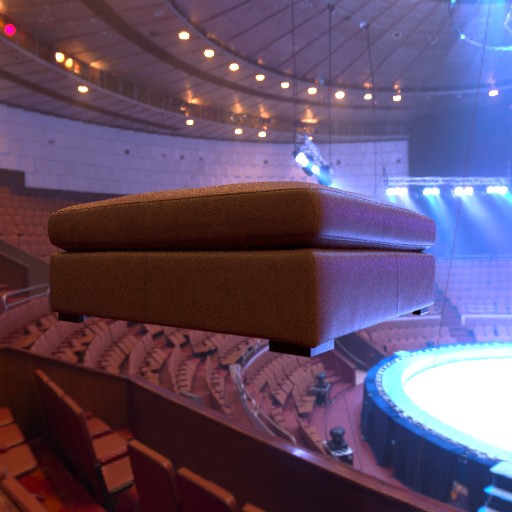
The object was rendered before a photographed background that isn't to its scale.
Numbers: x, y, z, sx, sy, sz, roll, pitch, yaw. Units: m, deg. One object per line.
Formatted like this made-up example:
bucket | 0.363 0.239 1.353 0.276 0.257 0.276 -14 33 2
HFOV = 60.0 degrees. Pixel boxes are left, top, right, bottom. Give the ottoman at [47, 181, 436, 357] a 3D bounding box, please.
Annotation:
ottoman | 0.000 0.000 1.804 1.168 0.490 1.168 0 0 35
